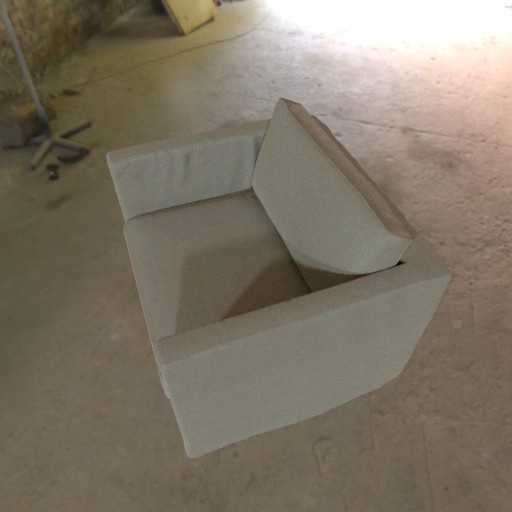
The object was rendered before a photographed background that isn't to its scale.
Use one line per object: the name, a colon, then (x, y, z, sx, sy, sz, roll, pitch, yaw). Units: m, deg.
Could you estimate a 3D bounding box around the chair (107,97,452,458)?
chair: (0.000, 0.000, 1.769, 0.949, 0.863, 1.057, -16, 50, -14)
